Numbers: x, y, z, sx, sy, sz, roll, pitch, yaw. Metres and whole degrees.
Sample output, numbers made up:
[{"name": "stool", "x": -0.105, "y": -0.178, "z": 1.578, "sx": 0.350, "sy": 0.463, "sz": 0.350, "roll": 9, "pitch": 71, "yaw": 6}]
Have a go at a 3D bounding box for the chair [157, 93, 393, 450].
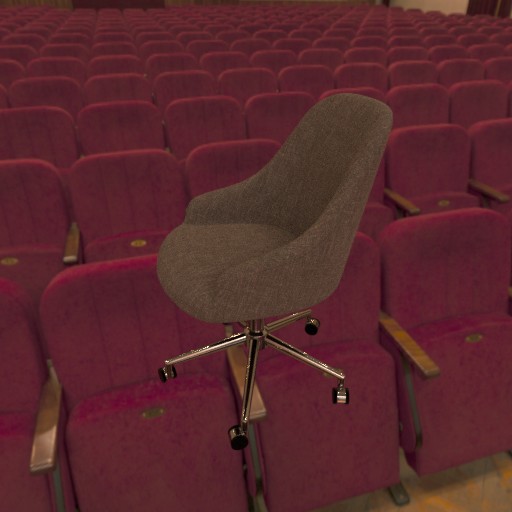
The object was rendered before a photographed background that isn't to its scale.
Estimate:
[{"name": "chair", "x": 0.000, "y": 0.000, "z": 1.434, "sx": 0.712, "sy": 0.950, "sz": 0.671, "roll": -8, "pitch": 30, "yaw": -14}]
